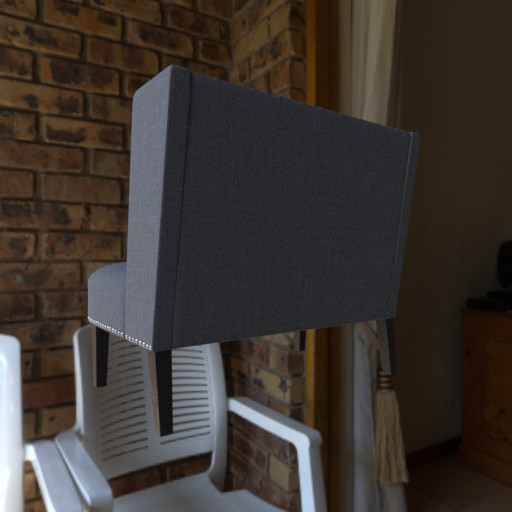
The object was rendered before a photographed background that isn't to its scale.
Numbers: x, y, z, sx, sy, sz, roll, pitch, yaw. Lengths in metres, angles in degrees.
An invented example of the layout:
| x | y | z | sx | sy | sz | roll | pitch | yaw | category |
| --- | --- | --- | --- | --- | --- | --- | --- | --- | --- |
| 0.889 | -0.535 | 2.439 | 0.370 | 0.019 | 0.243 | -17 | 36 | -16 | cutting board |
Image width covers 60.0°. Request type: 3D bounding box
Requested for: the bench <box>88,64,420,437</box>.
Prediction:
| x | y | z | sx | sy | sz | roll | pitch | yaw | category |
| --- | --- | --- | --- | --- | --- | --- | --- | --- | --- |
| 0.000 | 0.000 | 1.989 | 1.276 | 1.121 | 0.842 | 0 | 0 | -37 | bench |
